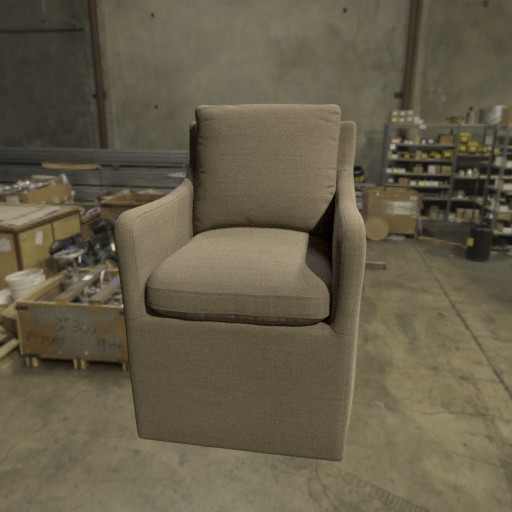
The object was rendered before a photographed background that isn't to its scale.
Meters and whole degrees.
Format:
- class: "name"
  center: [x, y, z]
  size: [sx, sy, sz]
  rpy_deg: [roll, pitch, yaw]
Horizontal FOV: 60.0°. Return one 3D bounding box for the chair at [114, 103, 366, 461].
- class: "chair"
  center: [0.000, 0.000, 1.375]
  size: [0.626, 0.914, 0.694]
  rpy_deg: [3, 16, 9]
